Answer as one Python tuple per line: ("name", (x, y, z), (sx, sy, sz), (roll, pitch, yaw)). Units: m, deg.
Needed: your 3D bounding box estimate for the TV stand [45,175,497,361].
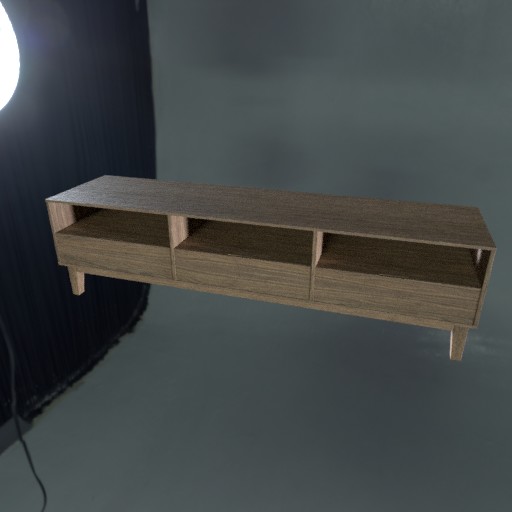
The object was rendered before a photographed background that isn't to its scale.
("TV stand", (0.000, 0.000, 1.646), (1.482, 0.409, 0.366), (7, 26, 16))
